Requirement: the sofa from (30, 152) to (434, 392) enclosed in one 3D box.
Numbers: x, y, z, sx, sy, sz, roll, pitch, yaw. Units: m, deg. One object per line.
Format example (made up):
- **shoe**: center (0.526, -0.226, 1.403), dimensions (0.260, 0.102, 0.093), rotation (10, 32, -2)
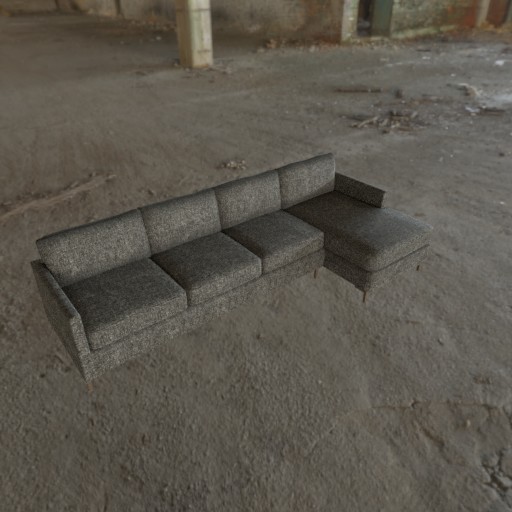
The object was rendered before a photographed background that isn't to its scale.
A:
- **sofa**: center (0.000, 0.000, 4.016), dimensions (3.384, 0.970, 1.488), rotation (-23, 38, -32)
